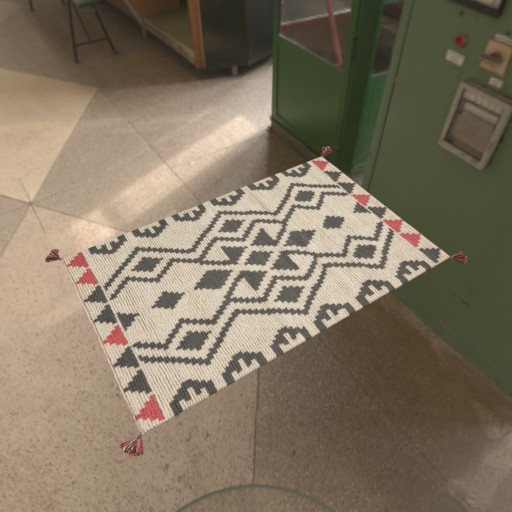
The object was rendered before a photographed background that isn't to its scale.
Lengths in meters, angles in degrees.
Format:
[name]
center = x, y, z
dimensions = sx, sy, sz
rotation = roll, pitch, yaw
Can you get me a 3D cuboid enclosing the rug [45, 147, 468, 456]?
[rug]
center = 0.000, 0.000, 3.255
dimensions = 2.672, 0.066, 1.741
rotation = -25, 52, -21
